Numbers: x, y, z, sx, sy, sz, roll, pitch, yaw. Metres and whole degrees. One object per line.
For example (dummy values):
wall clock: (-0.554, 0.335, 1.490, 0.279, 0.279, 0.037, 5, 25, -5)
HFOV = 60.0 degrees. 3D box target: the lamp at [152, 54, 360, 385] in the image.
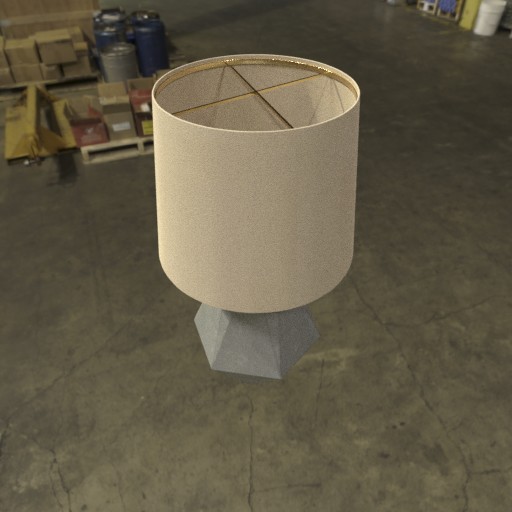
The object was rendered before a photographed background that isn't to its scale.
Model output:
lamp: (0.000, 0.000, 0.658, 0.276, 0.501, 0.276, 0, 41, 0)
